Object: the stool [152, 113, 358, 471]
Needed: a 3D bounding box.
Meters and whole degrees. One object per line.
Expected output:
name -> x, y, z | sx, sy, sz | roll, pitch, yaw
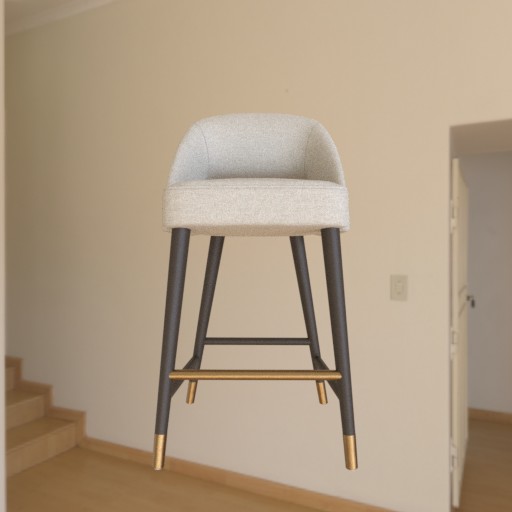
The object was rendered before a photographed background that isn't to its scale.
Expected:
stool -> 0.000, 0.000, 1.222 | 0.494, 0.940, 0.509 | 0, 0, 1
